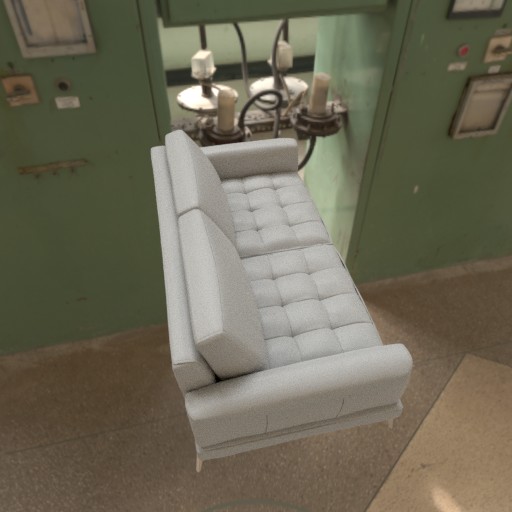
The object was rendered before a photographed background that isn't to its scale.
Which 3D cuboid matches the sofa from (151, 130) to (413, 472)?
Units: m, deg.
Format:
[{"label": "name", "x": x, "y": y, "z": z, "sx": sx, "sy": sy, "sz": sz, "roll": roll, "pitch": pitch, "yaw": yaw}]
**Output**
[{"label": "sofa", "x": 0.000, "y": 0.000, "z": 2.796, "sx": 1.121, "sy": 0.930, "sz": 2.177, "roll": -9, "pitch": 46, "yaw": -9}]
